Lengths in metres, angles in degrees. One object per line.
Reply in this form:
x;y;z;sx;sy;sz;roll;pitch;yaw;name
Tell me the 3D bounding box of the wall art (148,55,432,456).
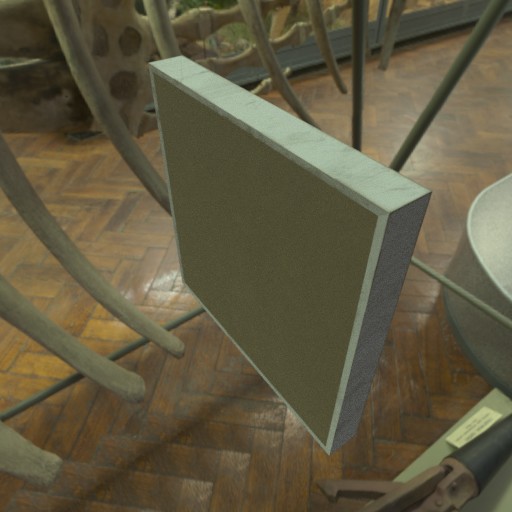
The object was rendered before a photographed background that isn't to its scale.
0.000;0.000;0.448;0.038;0.303;0.305;-26;48;-26;wall art
